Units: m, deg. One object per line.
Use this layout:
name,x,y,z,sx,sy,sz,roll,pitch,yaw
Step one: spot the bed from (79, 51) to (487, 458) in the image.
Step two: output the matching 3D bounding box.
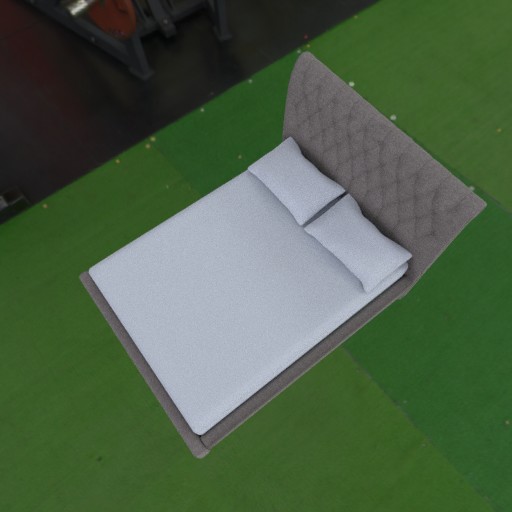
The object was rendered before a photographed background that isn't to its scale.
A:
bed,0.000,0.000,3.222,2.252,1.371,1.645,-35,69,-15
